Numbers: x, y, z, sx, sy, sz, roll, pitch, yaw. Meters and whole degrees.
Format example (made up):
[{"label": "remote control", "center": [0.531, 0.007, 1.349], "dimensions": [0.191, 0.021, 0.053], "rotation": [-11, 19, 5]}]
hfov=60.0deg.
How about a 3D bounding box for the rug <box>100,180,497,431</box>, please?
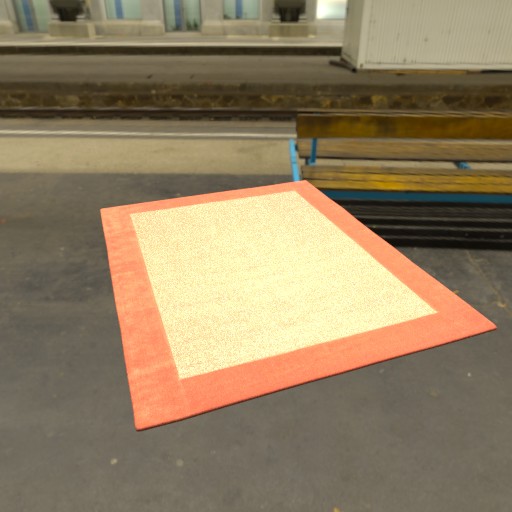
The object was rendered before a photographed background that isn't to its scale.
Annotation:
[{"label": "rug", "center": [0.000, 0.000, 3.858], "dimensions": [2.430, 0.018, 2.976], "rotation": [-11, 32, -17]}]
